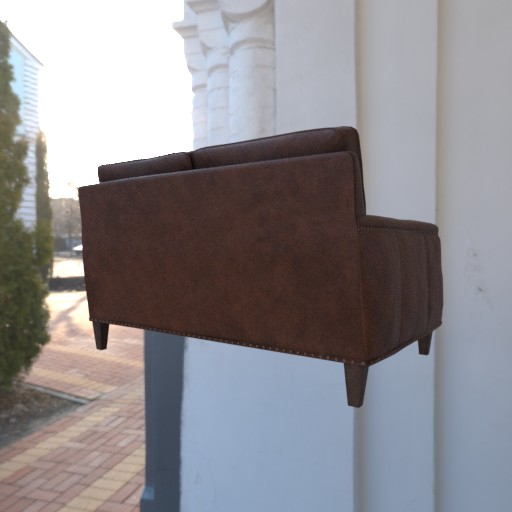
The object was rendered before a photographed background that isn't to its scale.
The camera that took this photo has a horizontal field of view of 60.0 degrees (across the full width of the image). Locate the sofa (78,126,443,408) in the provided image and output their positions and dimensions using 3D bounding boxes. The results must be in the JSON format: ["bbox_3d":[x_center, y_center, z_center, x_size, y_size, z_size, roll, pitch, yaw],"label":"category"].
[{"bbox_3d":[0.000,0.000,2.277,1.628,1.003,1.083,1,2,35],"label":"sofa"}]
